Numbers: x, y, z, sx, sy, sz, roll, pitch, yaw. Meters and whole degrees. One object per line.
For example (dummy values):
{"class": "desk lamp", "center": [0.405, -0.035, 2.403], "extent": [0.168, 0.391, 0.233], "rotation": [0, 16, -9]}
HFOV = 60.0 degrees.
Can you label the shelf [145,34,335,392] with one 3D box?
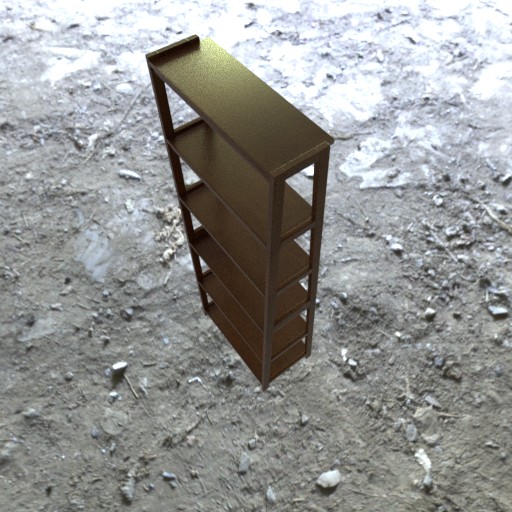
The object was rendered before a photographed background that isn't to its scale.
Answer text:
{"class": "shelf", "center": [0.000, 0.000, 2.113], "extent": [0.382, 1.892, 0.660], "rotation": [-33, 63, -19]}
